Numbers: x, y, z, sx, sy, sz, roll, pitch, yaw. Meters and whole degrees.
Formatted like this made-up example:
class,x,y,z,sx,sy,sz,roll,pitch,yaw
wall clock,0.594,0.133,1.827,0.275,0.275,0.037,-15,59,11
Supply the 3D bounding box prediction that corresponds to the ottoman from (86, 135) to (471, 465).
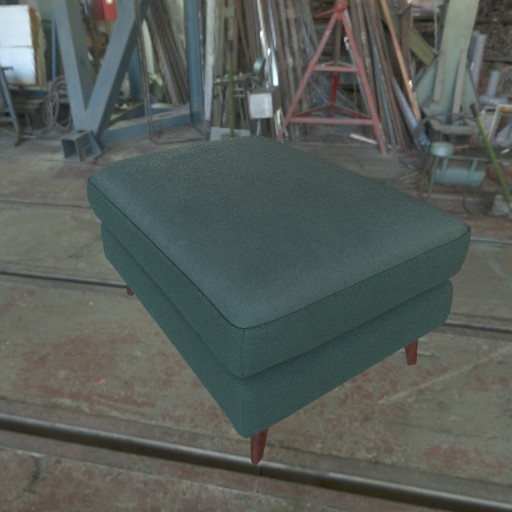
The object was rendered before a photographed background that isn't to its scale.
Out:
class,x,y,z,sx,sy,sz,roll,pitch,yaw
ottoman,0.000,0.000,1.140,0.608,0.449,0.811,-20,36,-29
